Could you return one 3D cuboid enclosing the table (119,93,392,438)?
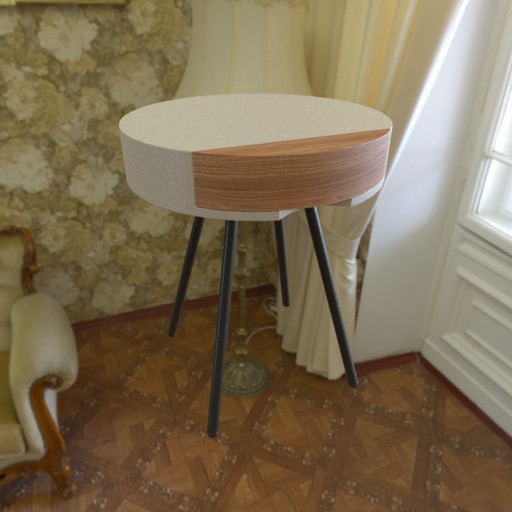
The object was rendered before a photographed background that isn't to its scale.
[{"bbox_3d":[0.000,0.000,0.854,0.450,0.525,0.450,0,29,0],"label":"table"}]
